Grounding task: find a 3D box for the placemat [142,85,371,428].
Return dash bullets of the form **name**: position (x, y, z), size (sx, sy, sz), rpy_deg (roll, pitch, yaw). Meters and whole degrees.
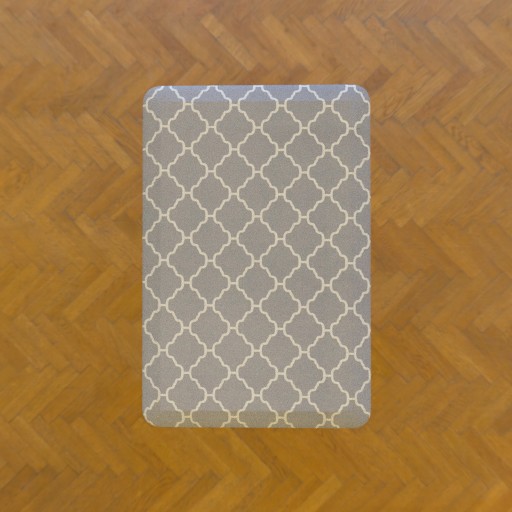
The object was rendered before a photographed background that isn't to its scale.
- **placemat**: position (0.000, 0.000, 0.980), size (0.508, 0.021, 0.762), rpy_deg (0, 90, 1)
